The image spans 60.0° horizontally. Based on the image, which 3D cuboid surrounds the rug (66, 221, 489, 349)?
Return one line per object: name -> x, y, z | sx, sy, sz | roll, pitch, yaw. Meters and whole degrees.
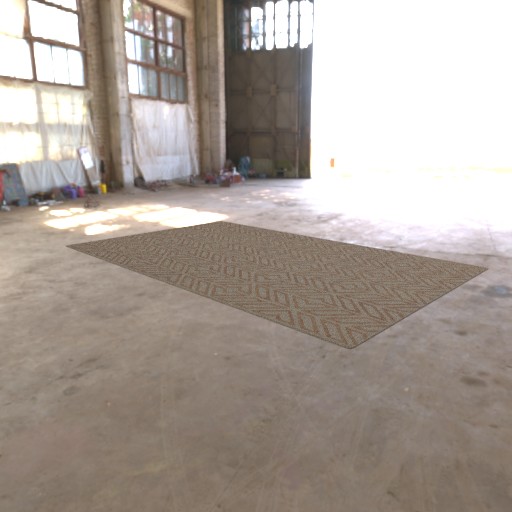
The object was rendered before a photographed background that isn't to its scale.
rug -> 0.000, 0.000, 2.959 | 2.438, 0.008, 1.523 | 13, 19, 43
